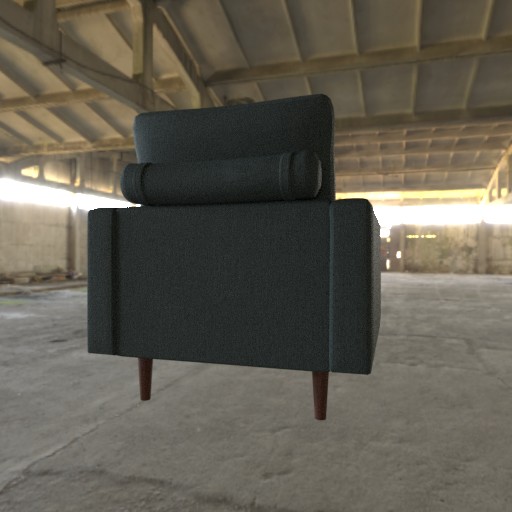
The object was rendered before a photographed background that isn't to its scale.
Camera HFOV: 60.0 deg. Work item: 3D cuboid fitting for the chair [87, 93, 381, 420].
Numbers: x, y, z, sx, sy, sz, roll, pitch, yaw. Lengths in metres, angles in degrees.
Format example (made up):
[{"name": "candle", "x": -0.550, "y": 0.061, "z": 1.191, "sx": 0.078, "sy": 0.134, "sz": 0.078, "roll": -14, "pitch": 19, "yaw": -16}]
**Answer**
[{"name": "chair", "x": 0.000, "y": 0.000, "z": 1.543, "sx": 0.821, "sy": 0.880, "sz": 0.843, "roll": 0, "pitch": 0, "yaw": 17}]
